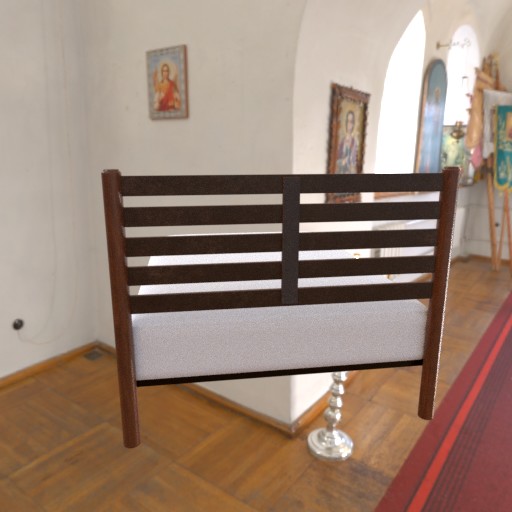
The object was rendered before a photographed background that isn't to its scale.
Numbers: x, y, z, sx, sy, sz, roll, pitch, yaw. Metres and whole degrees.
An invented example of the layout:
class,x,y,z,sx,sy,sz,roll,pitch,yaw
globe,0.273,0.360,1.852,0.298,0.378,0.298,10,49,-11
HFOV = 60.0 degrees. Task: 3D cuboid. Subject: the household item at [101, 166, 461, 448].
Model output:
class,x,y,z,sx,sy,sz,roll,pitch,yaw
household item,0.000,0.000,3.211,1.663,1.356,2.232,-2,14,-8
